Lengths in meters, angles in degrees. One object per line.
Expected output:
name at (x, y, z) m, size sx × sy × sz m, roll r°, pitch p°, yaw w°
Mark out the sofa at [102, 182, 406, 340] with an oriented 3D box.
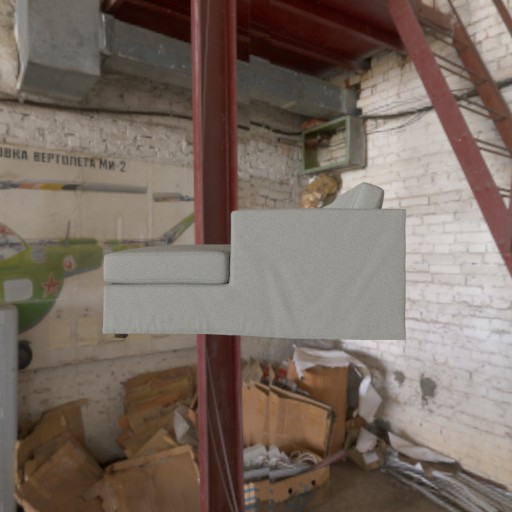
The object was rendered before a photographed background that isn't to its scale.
sofa at (0.000, 0.000, 3.904) m, size 1.622 × 0.867 × 3.177 m, roll 0°, pitch 0°, yaw 0°
